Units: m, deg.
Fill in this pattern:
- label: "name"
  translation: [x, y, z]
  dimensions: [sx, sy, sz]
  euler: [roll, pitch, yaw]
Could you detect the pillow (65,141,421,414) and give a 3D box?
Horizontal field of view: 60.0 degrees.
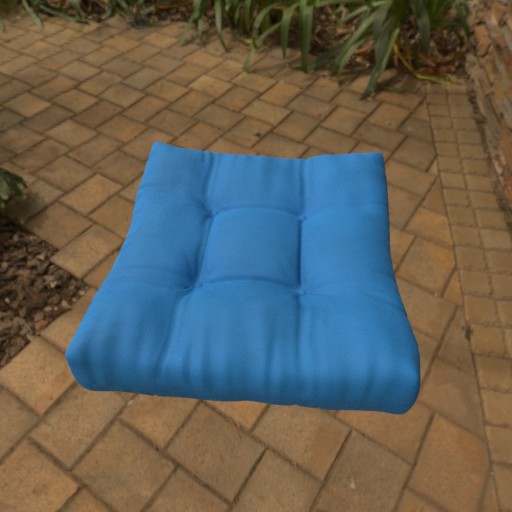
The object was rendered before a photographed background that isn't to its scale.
- label: "pillow"
  translation: [0.000, 0.000, 0.733]
  dimensions: [0.468, 0.128, 0.490]
  euler: [3, 48, 3]
